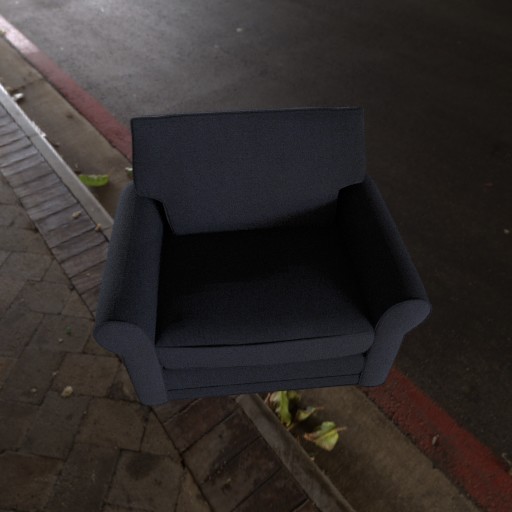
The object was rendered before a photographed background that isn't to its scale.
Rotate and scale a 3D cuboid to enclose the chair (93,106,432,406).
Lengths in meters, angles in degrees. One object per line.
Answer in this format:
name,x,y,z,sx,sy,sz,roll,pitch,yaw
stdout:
chair,0.000,0.000,2.020,1.285,1.044,0.963,-4,46,-4
